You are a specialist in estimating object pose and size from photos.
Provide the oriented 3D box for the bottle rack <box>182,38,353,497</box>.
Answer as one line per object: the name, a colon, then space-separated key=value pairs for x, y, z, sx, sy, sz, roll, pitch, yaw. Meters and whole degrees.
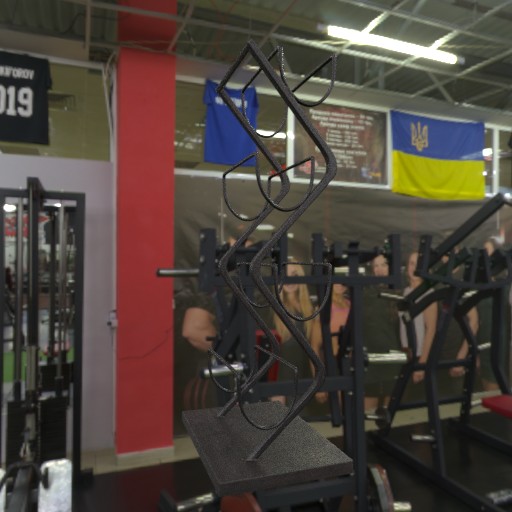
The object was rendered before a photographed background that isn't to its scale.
bottle rack: x=0.000 y=0.000 z=0.661 sx=0.178 sy=0.559 sz=0.254 roll=0 pitch=0 yaw=-19
